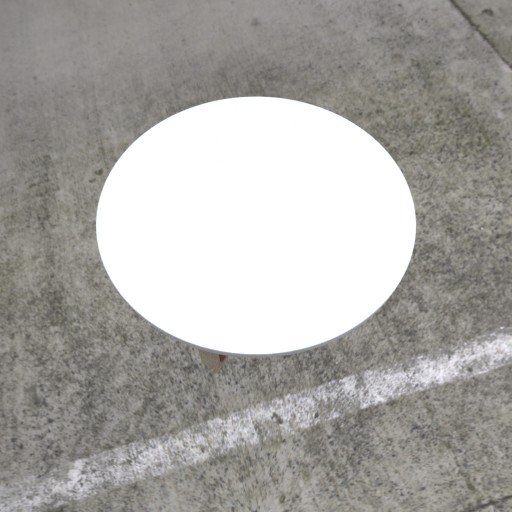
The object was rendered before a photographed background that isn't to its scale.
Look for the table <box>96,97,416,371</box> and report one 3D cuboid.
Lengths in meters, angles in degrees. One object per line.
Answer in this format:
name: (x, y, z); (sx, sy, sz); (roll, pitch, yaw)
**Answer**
table: (0.000, 0.000, 1.015); (0.600, 0.400, 0.600); (0, 59, 0)
